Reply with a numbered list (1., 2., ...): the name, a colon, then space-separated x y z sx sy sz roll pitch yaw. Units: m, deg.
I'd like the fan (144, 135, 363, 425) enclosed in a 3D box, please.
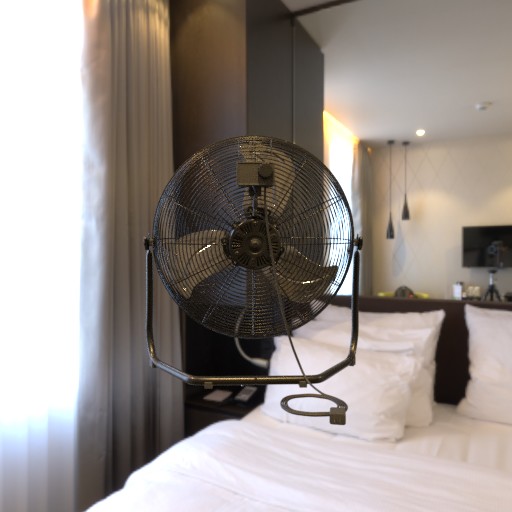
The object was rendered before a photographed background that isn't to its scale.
1. fan: 0.000 0.000 1.013 0.595 0.605 0.470 0 1 -2
